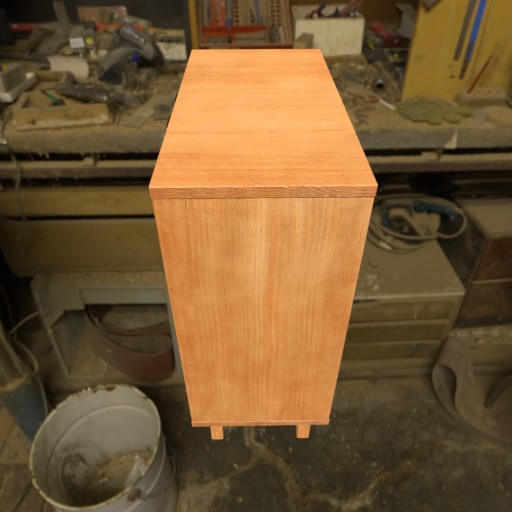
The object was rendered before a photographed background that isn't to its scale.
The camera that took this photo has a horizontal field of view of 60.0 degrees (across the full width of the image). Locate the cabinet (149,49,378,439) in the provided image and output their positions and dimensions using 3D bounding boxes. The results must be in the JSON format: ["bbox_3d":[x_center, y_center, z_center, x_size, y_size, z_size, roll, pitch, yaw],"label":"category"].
[{"bbox_3d":[0.000,0.000,1.394,0.419,1.001,0.800,-1,41,-1],"label":"cabinet"}]
